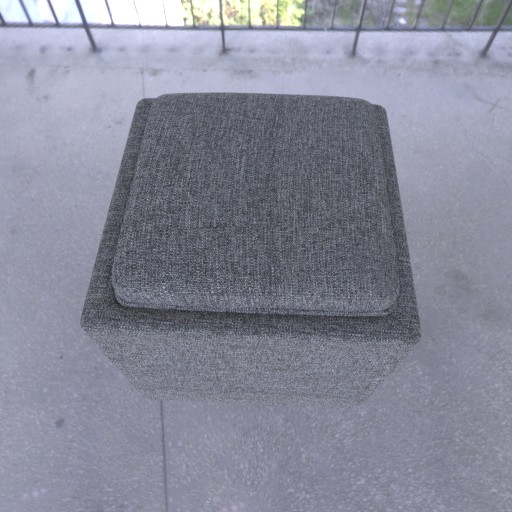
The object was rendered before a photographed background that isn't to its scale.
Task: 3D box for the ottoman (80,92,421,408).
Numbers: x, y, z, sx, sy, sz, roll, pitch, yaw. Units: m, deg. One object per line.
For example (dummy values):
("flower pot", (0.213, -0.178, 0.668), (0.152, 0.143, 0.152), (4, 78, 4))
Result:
("ottoman", (0.000, 0.000, 0.829), (0.450, 0.460, 0.450), (2, 59, 1))
